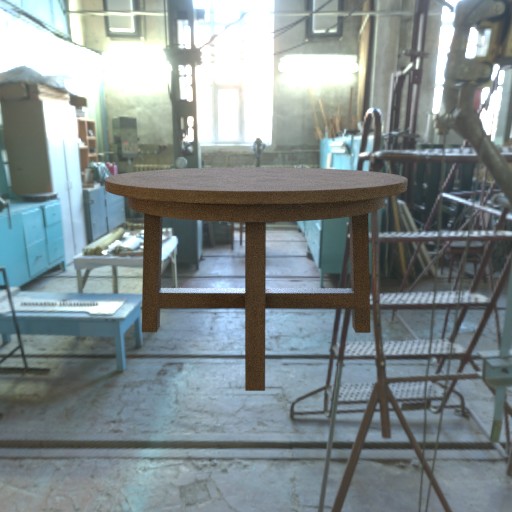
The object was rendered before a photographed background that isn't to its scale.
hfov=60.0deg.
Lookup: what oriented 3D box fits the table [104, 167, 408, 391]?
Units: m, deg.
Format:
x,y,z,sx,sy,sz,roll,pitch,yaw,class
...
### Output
x,y,z,sx,sy,sz,roll,pitch,yaw,class
0.000,0.000,2.127,1.319,0.762,1.319,0,15,0,table
